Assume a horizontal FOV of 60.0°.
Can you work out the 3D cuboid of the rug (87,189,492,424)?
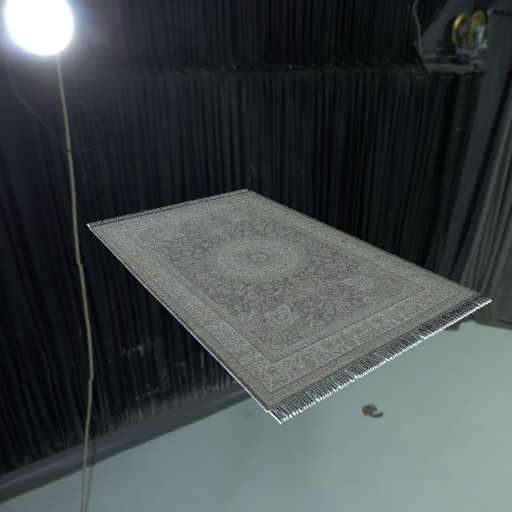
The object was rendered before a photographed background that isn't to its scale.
[{"bbox_3d":[0.000,0.000,2.969,1.528,0.010,2.440,-18,32,-31],"label":"rug"}]
